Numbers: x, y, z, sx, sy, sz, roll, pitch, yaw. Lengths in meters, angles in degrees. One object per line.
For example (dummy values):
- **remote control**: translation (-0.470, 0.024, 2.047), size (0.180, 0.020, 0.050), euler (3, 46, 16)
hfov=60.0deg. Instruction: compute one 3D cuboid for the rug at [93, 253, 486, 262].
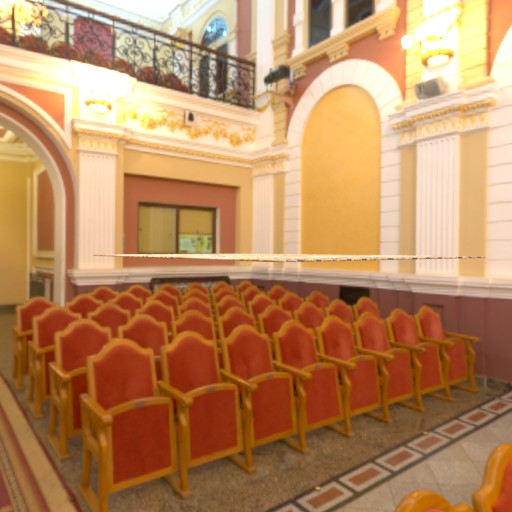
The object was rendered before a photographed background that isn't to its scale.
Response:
- **rug**: translation (0.000, 0.000, 3.084), size (1.533, 0.010, 2.428), euler (-1, 1, -36)
